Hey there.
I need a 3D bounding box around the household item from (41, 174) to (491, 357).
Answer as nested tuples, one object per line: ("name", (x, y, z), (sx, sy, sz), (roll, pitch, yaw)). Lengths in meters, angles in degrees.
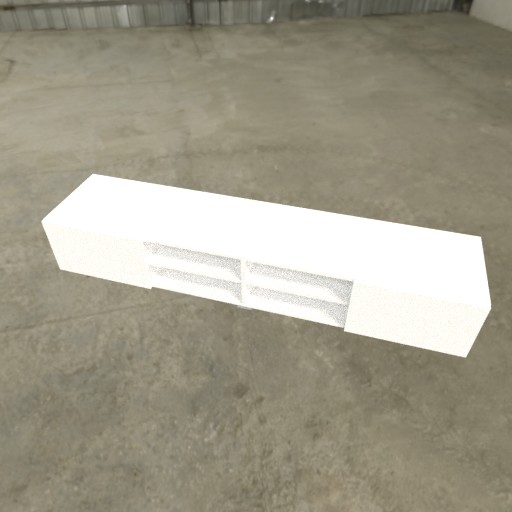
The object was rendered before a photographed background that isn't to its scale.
("household item", (0.000, 0.000, 2.010), (1.850, 0.310, 0.420), (11, 42, 12))
